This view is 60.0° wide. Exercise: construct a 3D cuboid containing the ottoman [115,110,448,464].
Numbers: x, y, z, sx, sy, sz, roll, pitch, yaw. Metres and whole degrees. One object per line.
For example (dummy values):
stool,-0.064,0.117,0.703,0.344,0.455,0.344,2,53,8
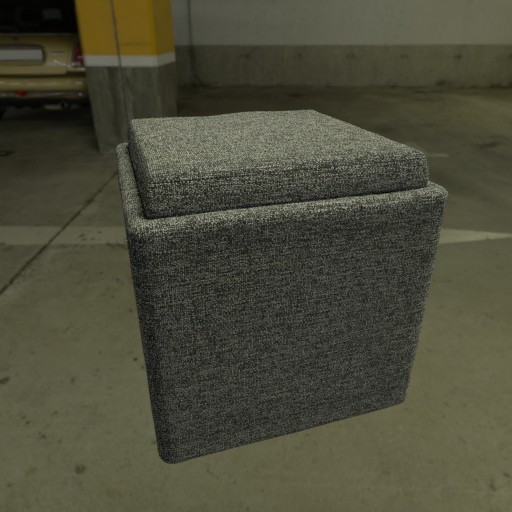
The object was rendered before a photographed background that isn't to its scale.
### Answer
ottoman,0.000,0.000,0.824,0.450,0.463,0.450,-8,28,-16
